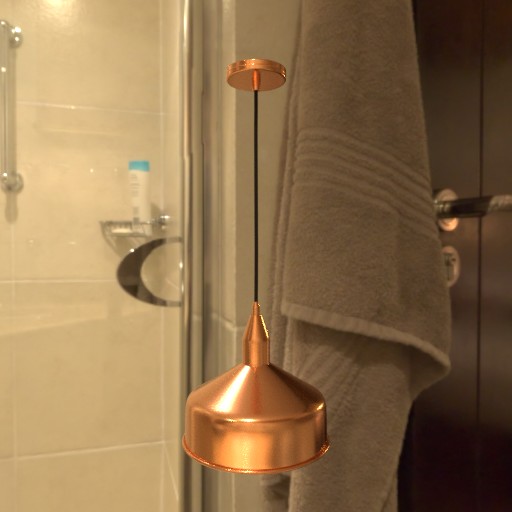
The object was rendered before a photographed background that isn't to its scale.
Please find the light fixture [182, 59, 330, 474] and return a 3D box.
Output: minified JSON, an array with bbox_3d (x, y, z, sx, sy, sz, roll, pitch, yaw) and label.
[{"bbox_3d":[0.000,0.000,0.911,0.301,0.754,0.301,0,1,37],"label":"light fixture"}]
